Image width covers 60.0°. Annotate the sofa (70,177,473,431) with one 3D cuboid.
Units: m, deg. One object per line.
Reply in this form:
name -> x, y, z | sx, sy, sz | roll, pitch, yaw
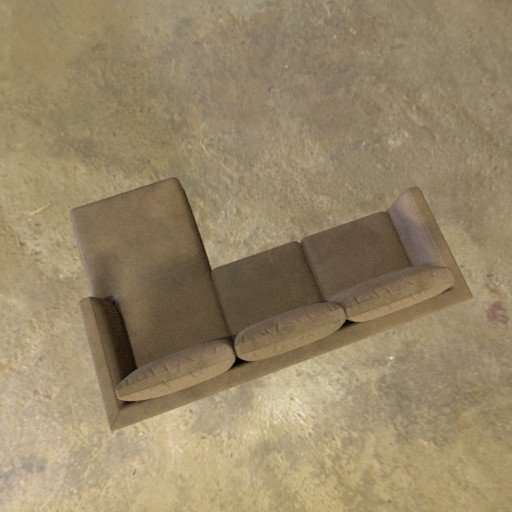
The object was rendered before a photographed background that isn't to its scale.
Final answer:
sofa -> 0.000, 0.000, 3.214 | 2.438, 0.987, 1.622 | -19, 75, -5
